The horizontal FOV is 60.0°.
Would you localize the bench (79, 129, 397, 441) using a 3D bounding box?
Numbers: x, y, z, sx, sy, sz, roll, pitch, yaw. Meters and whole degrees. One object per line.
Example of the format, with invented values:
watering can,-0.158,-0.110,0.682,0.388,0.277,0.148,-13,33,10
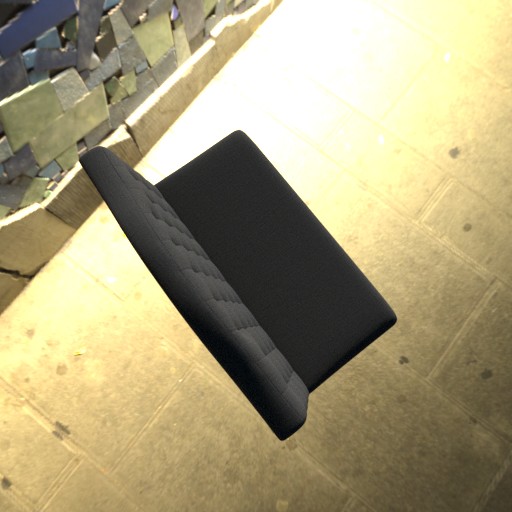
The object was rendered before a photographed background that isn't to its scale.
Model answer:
bench,0.000,0.000,2.115,0.815,1.180,1.335,-36,79,-8
